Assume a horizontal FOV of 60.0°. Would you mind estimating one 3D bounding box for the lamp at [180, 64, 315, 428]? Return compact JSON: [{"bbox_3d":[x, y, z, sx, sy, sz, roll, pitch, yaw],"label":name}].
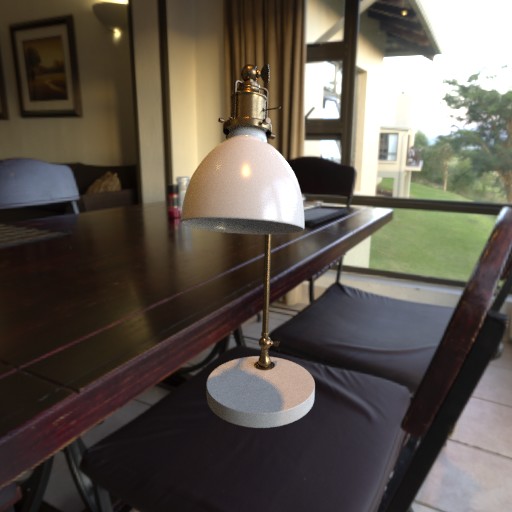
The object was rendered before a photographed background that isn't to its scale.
[{"bbox_3d":[0.000,0.000,0.660,0.186,0.522,0.317,2,15,9],"label":"lamp"}]
